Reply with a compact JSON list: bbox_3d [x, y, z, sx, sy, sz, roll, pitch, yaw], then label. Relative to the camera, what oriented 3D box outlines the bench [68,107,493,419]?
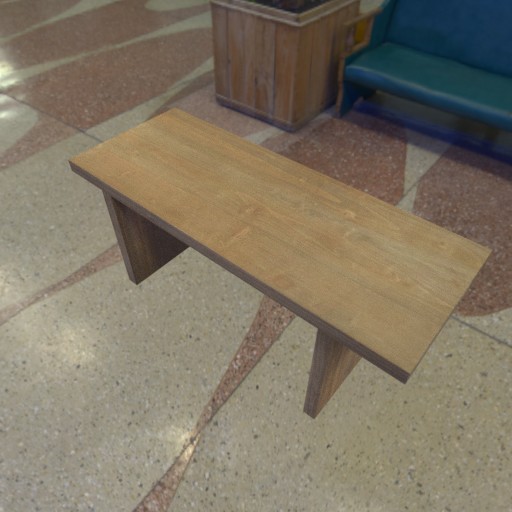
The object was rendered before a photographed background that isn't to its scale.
[{"bbox_3d":[0.000,0.000,1.431,1.183,0.458,0.458,31,53,27],"label":"bench"}]
